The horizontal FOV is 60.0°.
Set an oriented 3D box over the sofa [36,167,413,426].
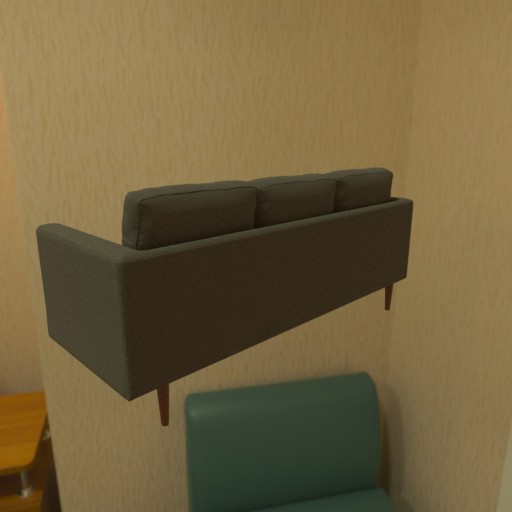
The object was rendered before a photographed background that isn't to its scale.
[{"bbox_3d":[0.000,0.000,2.447,2.029,0.912,0.802,-14,21,-43],"label":"sofa"}]
